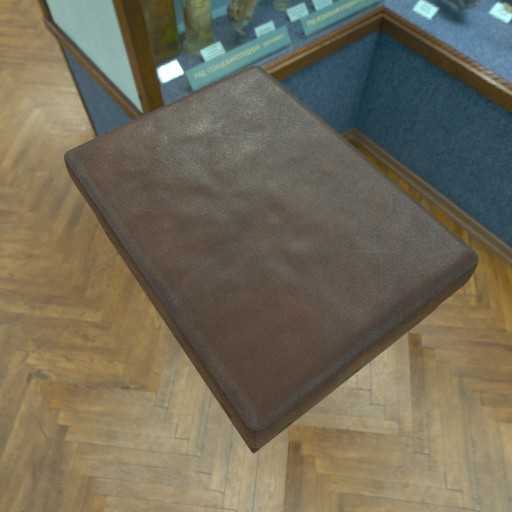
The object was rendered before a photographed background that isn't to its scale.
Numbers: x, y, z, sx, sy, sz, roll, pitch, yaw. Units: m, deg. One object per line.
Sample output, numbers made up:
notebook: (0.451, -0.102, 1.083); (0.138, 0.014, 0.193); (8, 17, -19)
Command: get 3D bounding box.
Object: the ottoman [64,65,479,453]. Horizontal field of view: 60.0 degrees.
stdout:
ottoman: (0.000, 0.000, 1.166); (0.588, 0.509, 0.795); (-32, 64, -18)
